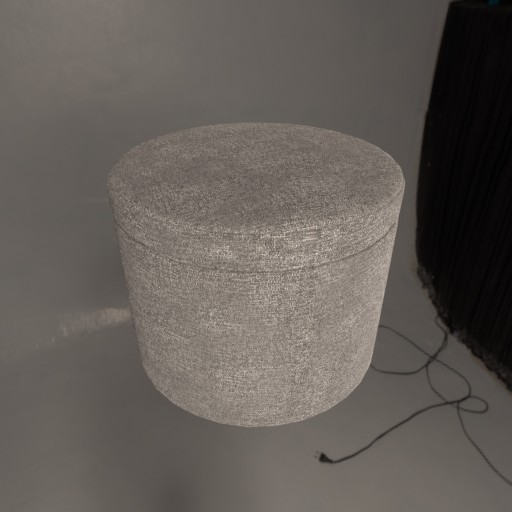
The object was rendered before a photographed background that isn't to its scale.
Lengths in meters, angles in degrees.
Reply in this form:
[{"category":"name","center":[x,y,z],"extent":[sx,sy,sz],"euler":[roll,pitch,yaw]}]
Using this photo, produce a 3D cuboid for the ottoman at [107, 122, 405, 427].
[{"category":"ottoman","center":[0.000,0.000,0.866],"extent":[0.500,0.419,0.500],"euler":[0,32,0]}]
